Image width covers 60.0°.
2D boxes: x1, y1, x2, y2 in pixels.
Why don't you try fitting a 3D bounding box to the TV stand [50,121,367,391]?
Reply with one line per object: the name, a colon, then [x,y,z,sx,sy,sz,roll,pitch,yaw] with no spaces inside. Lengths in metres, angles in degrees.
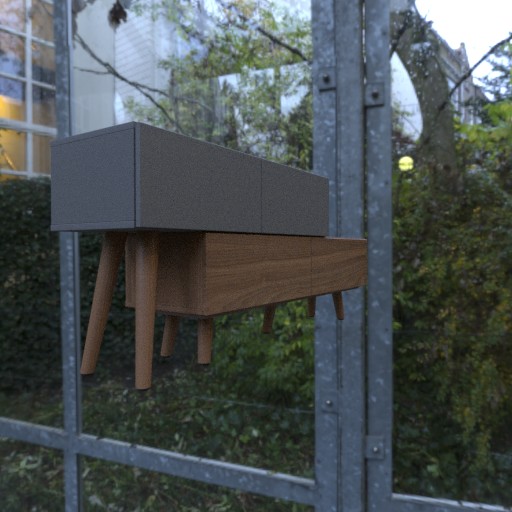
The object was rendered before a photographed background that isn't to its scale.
TV stand: [0.000,0.000,1.568,0.329,0.591,1.336,1,1,35]
